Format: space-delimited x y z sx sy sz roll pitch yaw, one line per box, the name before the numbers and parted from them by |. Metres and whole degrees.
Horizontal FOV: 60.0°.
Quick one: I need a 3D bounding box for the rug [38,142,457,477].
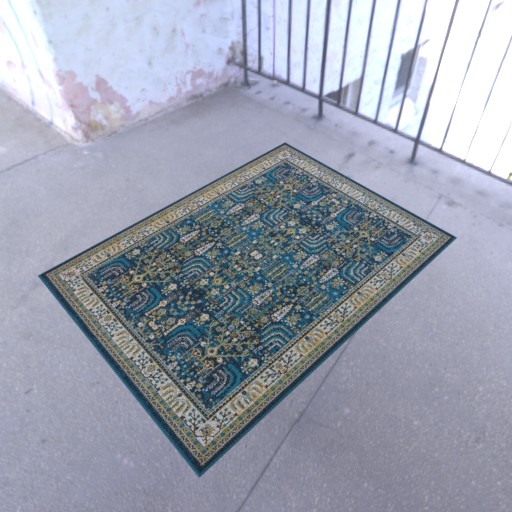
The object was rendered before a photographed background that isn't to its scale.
rug | 0.000 0.000 3.960 3.044 0.015 2.226 -34 55 -28
